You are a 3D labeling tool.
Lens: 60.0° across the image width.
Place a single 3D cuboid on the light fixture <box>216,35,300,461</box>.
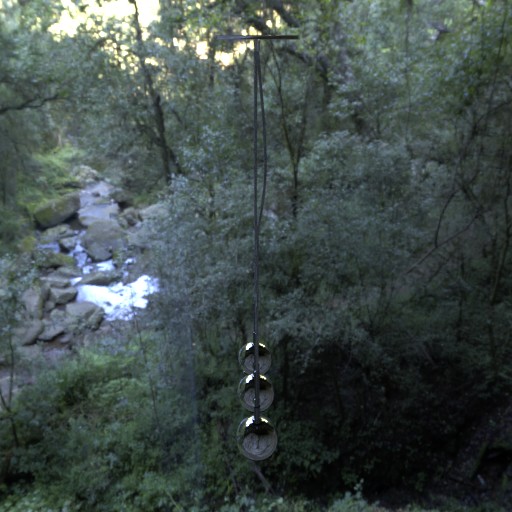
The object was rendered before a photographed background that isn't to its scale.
[{"bbox_3d":[0.000,0.000,1.579,0.188,1.408,0.623,0,27,-1],"label":"light fixture"}]
